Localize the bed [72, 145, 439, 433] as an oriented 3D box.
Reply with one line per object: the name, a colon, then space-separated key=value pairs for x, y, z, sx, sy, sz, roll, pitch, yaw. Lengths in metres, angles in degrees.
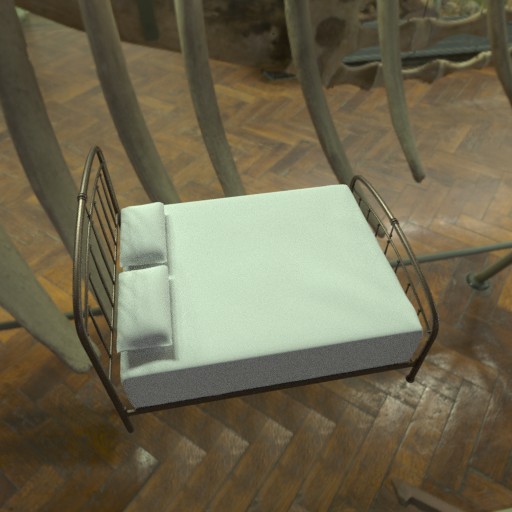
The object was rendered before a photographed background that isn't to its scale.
bed: x=0.000 y=0.000 z=3.294 sx=2.168 sy=1.475 sz=1.711 roll=-8 pitch=47 yaw=-7
